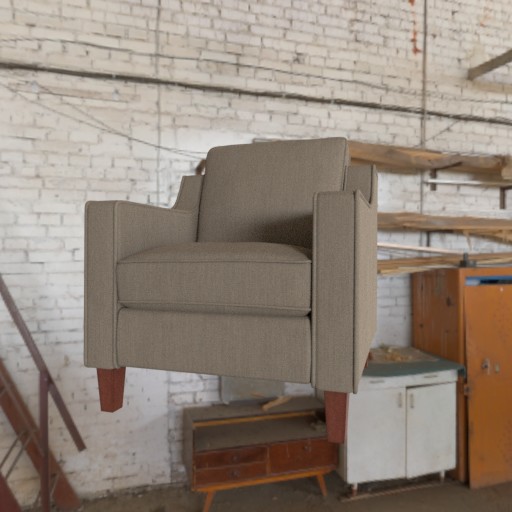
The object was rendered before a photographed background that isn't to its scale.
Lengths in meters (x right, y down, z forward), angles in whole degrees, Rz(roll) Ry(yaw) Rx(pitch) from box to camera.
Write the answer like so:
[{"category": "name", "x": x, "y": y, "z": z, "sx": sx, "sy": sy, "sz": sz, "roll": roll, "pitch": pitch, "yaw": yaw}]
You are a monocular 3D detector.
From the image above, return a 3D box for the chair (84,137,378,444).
[{"category": "chair", "x": 0.000, "y": 0.000, "z": 1.644, "sx": 0.831, "sy": 0.960, "sz": 0.909, "roll": 0, "pitch": 1, "yaw": 18}]
